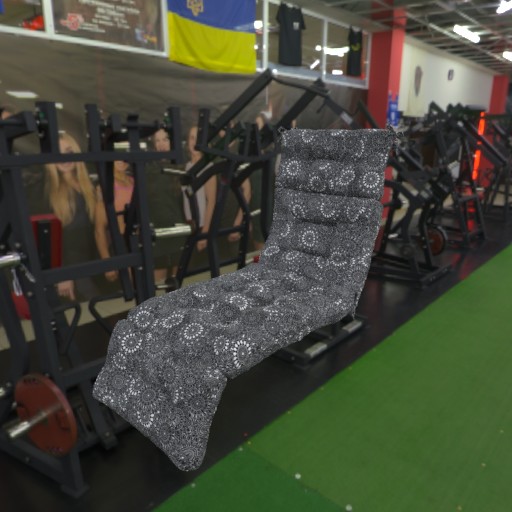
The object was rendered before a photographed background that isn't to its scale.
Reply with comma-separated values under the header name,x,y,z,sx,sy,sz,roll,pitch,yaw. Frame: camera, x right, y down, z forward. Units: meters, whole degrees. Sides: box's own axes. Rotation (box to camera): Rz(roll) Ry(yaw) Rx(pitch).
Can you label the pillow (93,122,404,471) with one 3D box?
name,x,y,z,sx,sy,sz,roll,pitch,yaw
pillow,0.000,0.000,1.485,0.526,0.863,1.016,14,21,42
